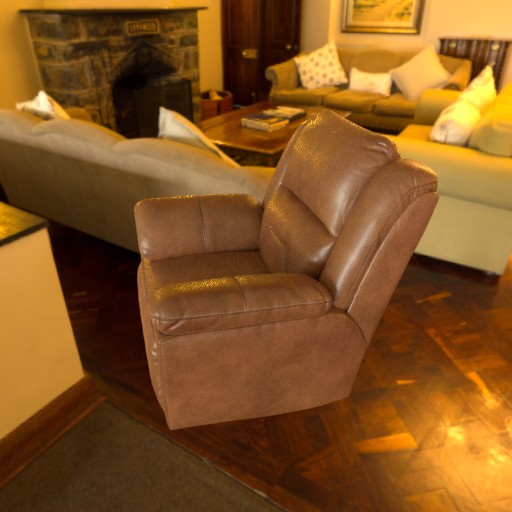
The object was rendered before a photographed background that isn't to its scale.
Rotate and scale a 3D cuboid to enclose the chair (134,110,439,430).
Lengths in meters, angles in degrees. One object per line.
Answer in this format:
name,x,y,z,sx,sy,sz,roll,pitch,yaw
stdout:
chair,0.000,0.000,1.932,1.041,1.093,0.990,-9,31,-15
